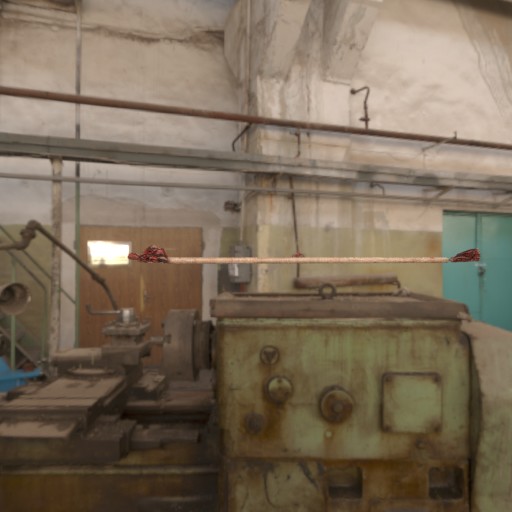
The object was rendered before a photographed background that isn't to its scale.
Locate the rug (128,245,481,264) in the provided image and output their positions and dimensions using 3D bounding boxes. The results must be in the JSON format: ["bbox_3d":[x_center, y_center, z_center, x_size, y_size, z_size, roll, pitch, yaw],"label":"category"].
[{"bbox_3d":[0.000,0.000,2.639,1.444,0.067,2.069,0,0,-17],"label":"rug"}]
